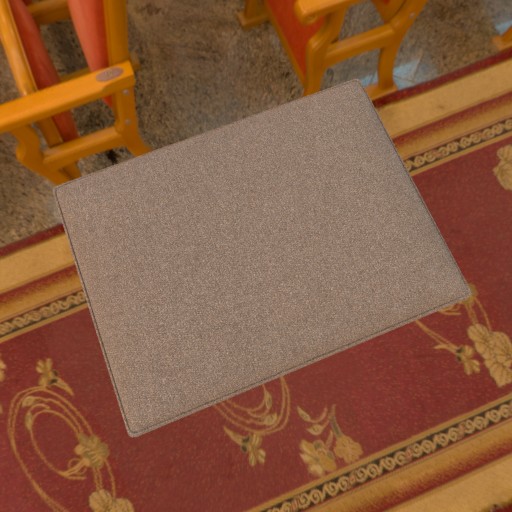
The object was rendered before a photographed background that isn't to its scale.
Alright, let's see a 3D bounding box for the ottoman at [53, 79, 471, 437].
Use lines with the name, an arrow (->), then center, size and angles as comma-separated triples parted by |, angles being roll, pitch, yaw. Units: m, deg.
ottoman -> 0.000, 0.000, 1.122 | 0.785, 0.464, 0.583 | -21, 77, -5
